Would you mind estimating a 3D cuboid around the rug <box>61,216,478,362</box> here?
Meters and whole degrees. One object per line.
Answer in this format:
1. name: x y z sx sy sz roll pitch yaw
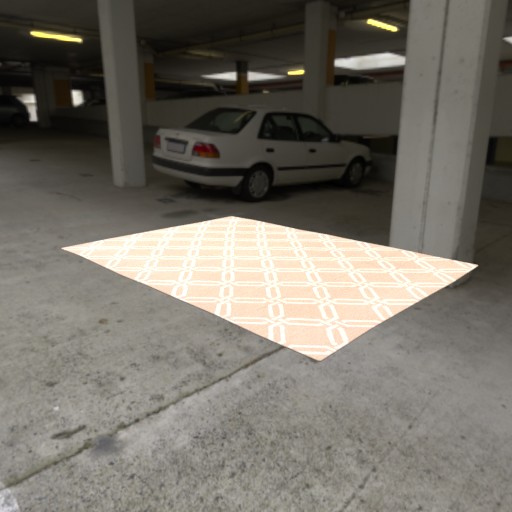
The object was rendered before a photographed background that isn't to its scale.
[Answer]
1. rug: 0.000 0.000 4.349 3.365 0.020 2.452 15 22 42
